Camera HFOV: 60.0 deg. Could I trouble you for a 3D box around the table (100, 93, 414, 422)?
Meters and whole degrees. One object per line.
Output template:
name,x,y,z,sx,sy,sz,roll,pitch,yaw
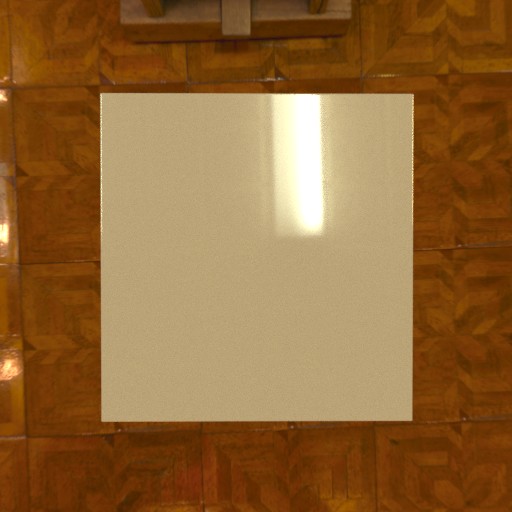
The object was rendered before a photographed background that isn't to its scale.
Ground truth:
table,0.000,0.000,0.802,0.400,0.470,0.420,0,91,0
